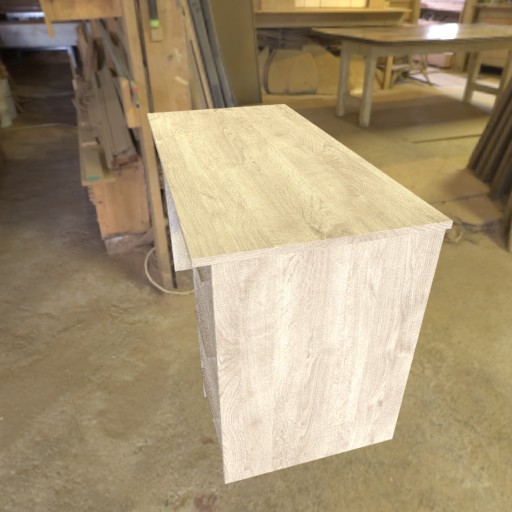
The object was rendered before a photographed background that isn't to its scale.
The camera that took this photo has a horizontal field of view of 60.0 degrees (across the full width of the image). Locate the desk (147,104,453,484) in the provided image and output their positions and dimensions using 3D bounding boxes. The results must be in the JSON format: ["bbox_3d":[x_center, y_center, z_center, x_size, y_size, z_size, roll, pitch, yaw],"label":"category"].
[{"bbox_3d":[0.000,0.000,1.519,0.560,0.735,1.097,-9,33,-13],"label":"desk"}]
